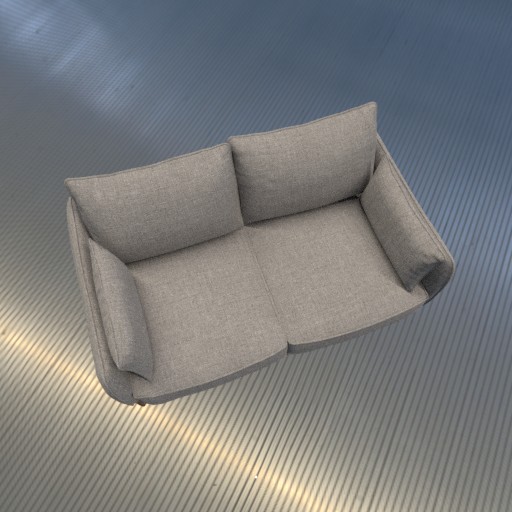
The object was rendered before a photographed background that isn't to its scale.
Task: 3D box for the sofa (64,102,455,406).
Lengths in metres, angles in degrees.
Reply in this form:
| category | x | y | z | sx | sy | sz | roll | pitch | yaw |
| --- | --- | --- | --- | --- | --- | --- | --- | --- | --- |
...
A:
| category | x | y | z | sx | sy | sz | roll | pitch | yaw |
| --- | --- | --- | --- | --- | --- | --- | --- | --- | --- |
| sofa | 0.000 | 0.000 | 2.094 | 1.580 | 0.851 | 0.972 | -17 | 65 | -8 |
